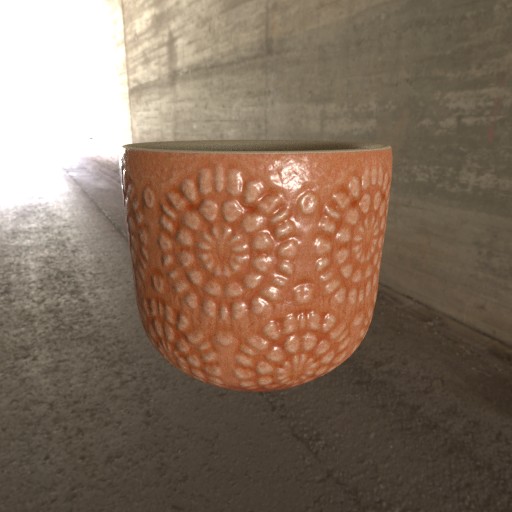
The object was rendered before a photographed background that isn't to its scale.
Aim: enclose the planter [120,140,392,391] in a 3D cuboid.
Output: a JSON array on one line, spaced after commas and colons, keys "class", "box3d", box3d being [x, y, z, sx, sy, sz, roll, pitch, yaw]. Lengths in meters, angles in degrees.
[{"class": "planter", "box3d": [0.000, 0.000, 0.223, 0.124, 0.109, 0.124, 0, 17, 0]}]
